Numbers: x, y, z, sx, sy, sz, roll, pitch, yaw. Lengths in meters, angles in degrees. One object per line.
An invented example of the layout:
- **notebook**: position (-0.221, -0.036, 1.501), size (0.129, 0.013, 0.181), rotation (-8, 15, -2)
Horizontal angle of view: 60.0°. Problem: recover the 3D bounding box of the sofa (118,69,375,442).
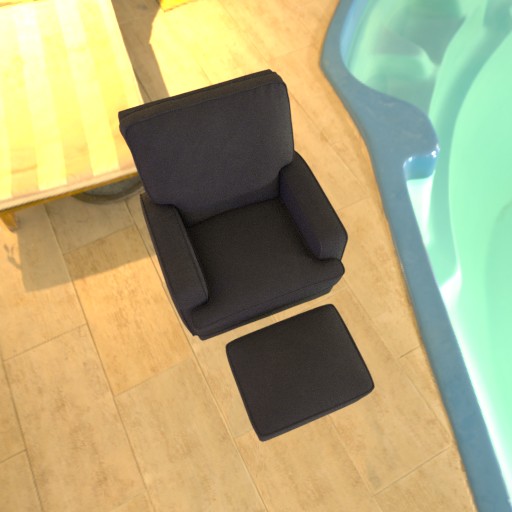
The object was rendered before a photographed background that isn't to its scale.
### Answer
- **sofa**: position (0.000, 0.000, 2.053), size (0.861, 0.959, 1.472), rotation (-20, 65, -10)
